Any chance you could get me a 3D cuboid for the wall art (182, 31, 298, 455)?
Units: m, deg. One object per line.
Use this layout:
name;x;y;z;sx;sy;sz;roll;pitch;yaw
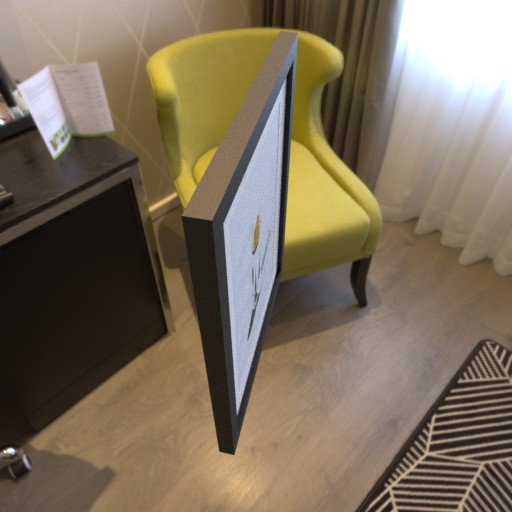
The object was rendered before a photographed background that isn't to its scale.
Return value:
wall art;0.000;0.000;0.747;0.029;0.559;0.457;10;47;9
